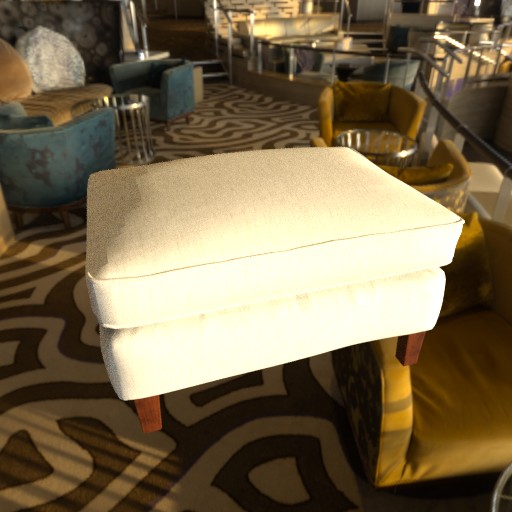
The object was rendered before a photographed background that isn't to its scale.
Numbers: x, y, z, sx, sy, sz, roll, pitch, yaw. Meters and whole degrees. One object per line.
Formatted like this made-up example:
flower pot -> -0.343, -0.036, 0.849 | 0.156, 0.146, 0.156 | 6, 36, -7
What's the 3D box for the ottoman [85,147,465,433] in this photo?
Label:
ottoman -> 0.000, 0.000, 0.966 | 0.665, 0.406, 0.501 | -9, 33, -15
